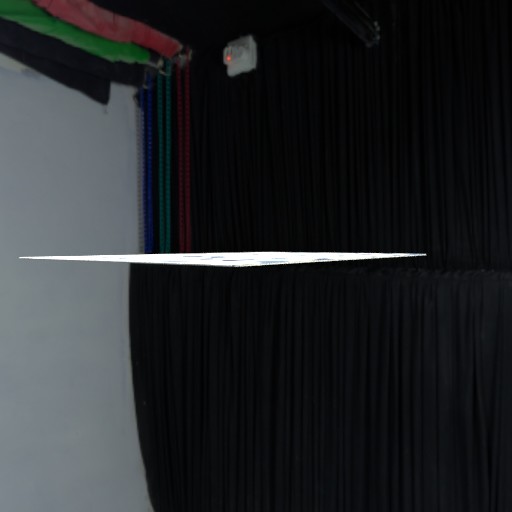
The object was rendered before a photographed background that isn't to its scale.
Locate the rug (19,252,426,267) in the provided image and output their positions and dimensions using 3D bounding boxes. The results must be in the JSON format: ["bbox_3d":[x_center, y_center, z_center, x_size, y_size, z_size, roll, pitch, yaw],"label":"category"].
[{"bbox_3d":[0.000,0.000,2.278,1.202,0.006,1.813,1,2,37],"label":"rug"}]
